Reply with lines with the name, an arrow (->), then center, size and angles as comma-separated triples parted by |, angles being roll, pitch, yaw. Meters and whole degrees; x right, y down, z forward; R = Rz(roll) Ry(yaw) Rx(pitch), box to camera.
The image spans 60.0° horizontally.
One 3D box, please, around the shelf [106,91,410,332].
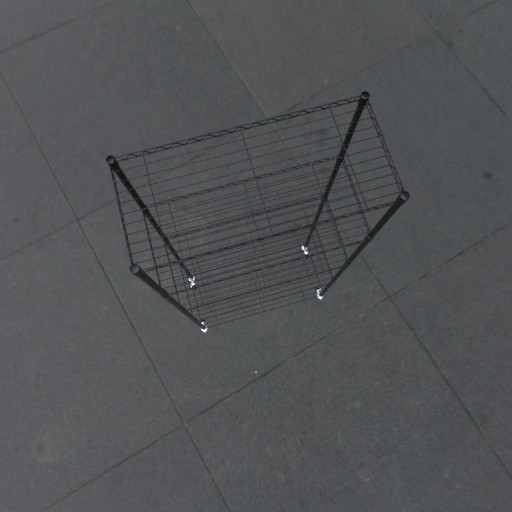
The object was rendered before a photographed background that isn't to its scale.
shelf -> 0.000, 0.000, 1.966 | 0.762, 1.645, 0.356 | -15, 76, -4
